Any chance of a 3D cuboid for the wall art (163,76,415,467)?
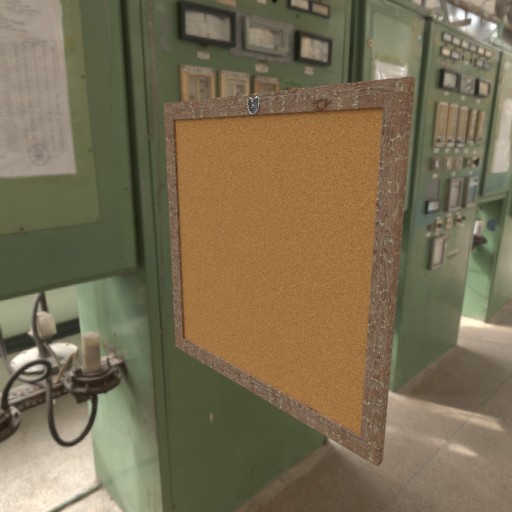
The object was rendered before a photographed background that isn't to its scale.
[{"bbox_3d":[0.000,0.000,0.557,0.012,0.384,0.384,-13,20,-41],"label":"wall art"}]
